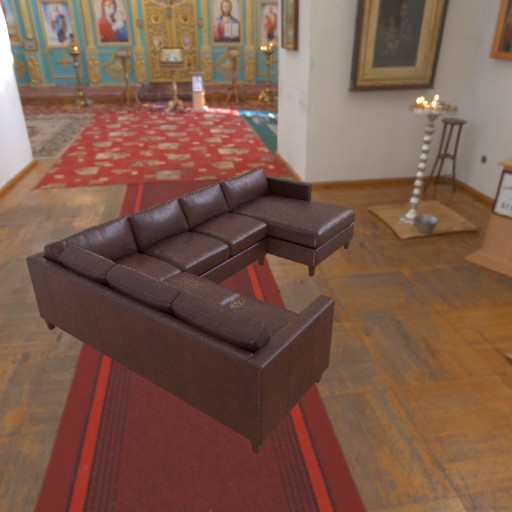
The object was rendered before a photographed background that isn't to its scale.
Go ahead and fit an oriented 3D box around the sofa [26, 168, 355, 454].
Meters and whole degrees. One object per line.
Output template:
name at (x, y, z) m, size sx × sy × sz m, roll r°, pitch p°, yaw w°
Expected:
sofa at (0.000, 0.000, 4.458) m, size 2.452 × 0.891 × 3.324 m, roll 17°, pitch 31°, yaw 32°
